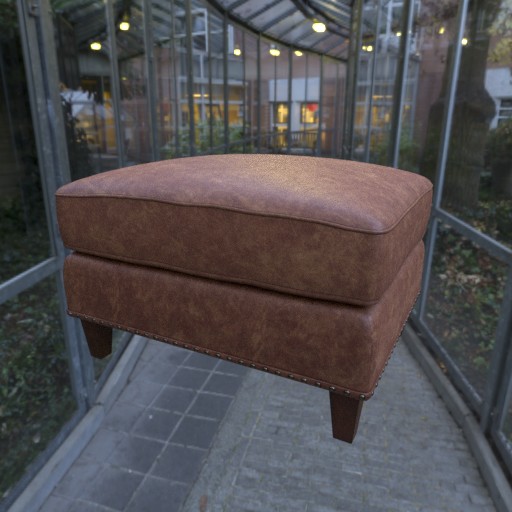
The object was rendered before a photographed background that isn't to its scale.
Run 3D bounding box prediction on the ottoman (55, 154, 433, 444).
[{"bbox_3d":[0.000,0.000,1.110,0.742,0.486,0.586,9,20,26],"label":"ottoman"}]
